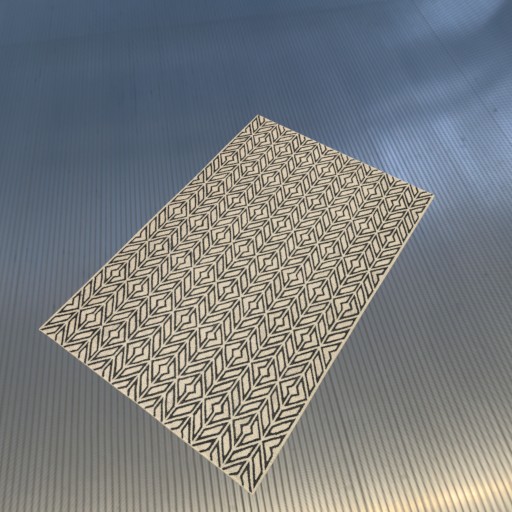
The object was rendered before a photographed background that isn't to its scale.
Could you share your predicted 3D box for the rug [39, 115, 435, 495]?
[{"bbox_3d":[0.000,0.000,2.301,1.220,0.007,1.828,30,62,18],"label":"rug"}]
